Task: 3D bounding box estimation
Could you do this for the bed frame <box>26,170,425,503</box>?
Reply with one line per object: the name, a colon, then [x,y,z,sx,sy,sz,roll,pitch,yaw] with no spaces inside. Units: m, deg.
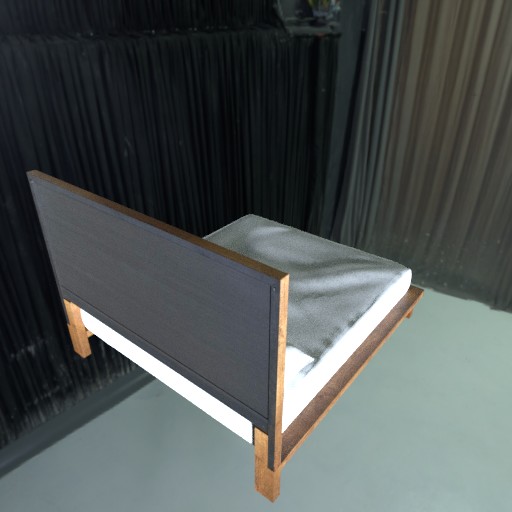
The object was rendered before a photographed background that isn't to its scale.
bed frame: [0.000,0.000,3.470,2.038,1.537,2.235,22,37,33]
